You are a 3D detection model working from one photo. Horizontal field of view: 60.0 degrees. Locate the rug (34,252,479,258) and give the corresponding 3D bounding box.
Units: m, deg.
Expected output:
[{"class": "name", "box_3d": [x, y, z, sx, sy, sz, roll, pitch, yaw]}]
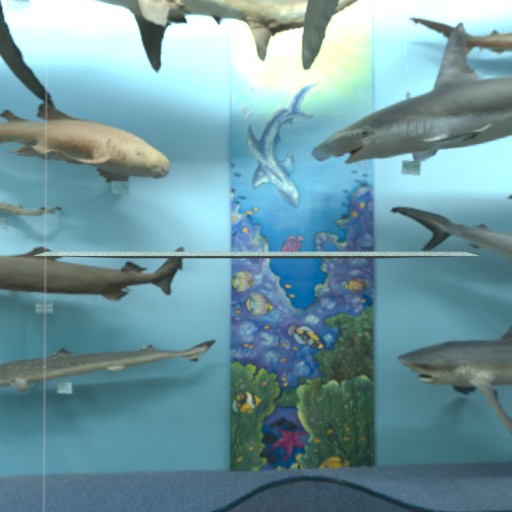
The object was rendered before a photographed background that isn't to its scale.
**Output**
[{"class": "rug", "box_3d": [0.000, 0.000, 4.004, 2.933, 0.027, 2.332, 0, -1, 0]}]
